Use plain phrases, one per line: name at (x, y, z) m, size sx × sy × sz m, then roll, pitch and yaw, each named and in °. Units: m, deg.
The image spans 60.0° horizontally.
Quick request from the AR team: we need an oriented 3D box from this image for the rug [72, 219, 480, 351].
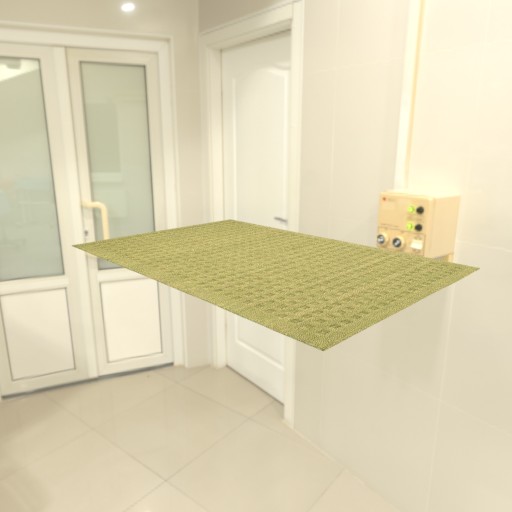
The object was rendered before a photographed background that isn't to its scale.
rug at (0.000, 0.000, 2.942) m, size 1.529 × 0.007 × 2.297 m, roll -14°, pitch 20°, yaw -42°
